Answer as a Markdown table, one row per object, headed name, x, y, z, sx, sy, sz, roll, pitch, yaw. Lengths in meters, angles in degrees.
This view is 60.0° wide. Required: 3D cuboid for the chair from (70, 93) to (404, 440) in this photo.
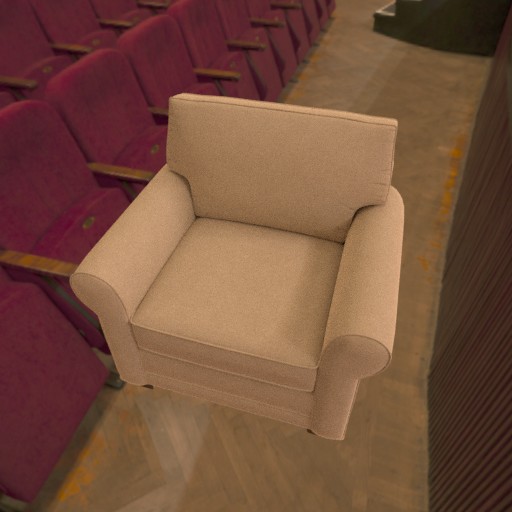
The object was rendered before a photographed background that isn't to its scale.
| name | x | y | z | sx | sy | sz | roll | pitch | yaw |
| --- | --- | --- | --- | --- | --- | --- | --- | --- | --- |
| chair | 0.000 | 0.000 | 1.703 | 1.040 | 0.955 | 0.863 | 11 | 43 | 12 |
